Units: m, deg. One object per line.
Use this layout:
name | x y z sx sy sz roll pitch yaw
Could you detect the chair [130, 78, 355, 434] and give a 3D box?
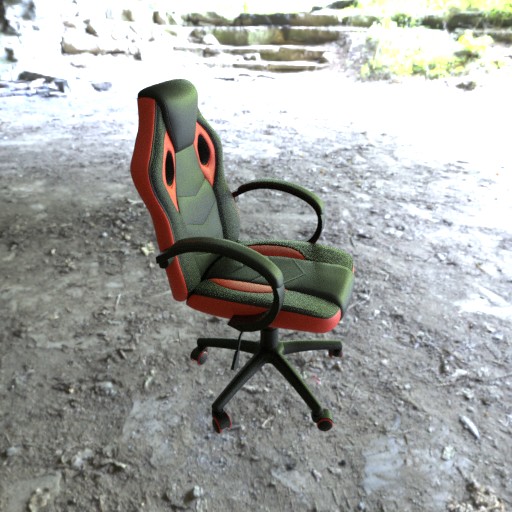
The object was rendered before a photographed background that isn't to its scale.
chair | 0.000 0.000 1.407 0.642 1.016 0.600 10 31 18
